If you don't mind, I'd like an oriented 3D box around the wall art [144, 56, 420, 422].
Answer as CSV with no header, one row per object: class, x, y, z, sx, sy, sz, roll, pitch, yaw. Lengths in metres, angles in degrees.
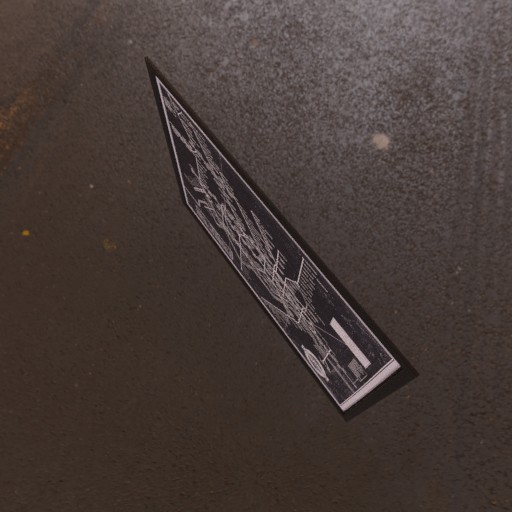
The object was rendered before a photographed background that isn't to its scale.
wall art,0.000,0.000,1.514,0.013,0.811,1.192,-32,67,-15
